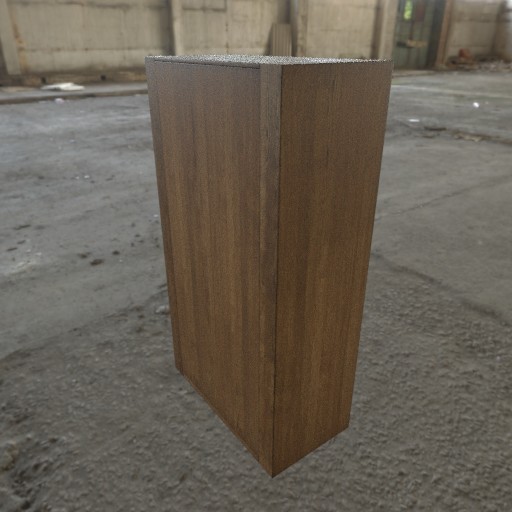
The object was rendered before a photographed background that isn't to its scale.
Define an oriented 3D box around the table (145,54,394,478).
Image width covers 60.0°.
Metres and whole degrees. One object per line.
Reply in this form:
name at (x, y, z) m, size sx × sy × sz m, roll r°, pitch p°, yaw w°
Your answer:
table at (0.000, 0.000, 2.453) m, size 0.600 × 2.000 × 1.100 m, roll -18°, pitch 31°, yaw -32°
